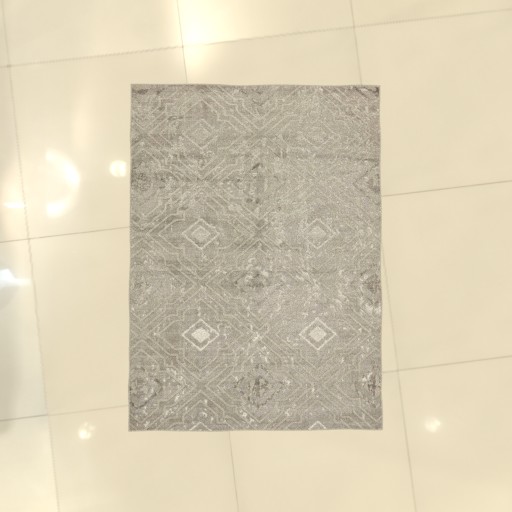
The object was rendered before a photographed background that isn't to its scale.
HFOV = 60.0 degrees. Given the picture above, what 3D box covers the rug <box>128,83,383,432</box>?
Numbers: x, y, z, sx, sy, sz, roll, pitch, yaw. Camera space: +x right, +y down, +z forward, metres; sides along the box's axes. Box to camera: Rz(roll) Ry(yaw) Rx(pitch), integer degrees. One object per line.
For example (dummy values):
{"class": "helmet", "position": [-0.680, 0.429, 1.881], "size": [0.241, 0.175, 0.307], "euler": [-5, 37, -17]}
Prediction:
{"class": "rug", "position": [0.000, 0.000, 4.284], "size": [2.448, 0.020, 3.359], "euler": [0, 89, -1]}
